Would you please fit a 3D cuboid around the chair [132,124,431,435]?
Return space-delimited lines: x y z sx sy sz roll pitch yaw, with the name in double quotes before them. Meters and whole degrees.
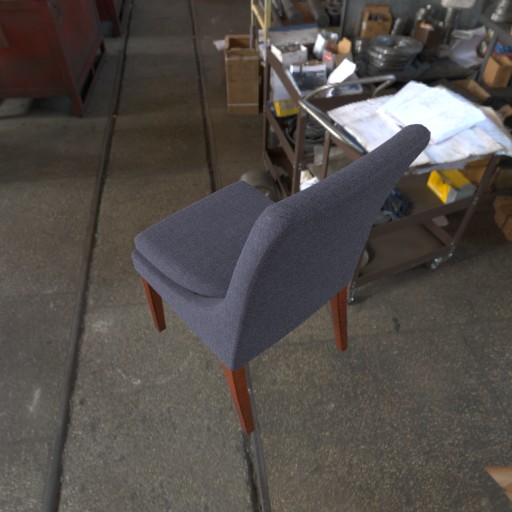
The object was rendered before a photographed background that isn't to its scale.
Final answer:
"chair" 0.000 0.000 1.316 0.508 0.952 0.655 -33 54 -27
